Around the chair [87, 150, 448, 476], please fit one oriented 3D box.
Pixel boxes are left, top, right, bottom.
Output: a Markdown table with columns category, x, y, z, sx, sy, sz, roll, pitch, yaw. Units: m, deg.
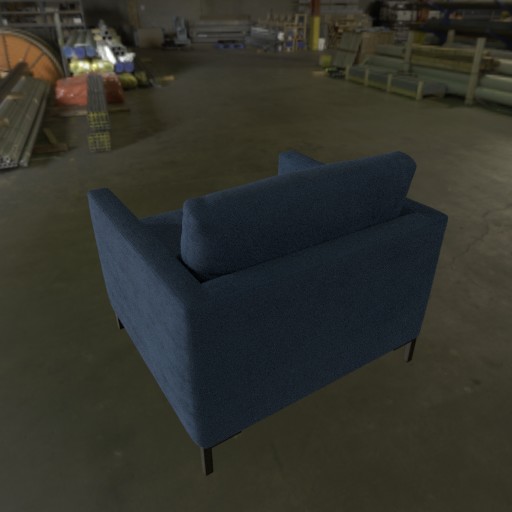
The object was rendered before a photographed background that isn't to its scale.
| category | x | y | z | sx | sy | sz | roll | pitch | yaw |
| --- | --- | --- | --- | --- | --- | --- | --- | --- | --- |
| chair | 0.000 | 0.000 | 1.627 | 0.964 | 0.812 | 0.875 | -18 | 35 | -28 |
